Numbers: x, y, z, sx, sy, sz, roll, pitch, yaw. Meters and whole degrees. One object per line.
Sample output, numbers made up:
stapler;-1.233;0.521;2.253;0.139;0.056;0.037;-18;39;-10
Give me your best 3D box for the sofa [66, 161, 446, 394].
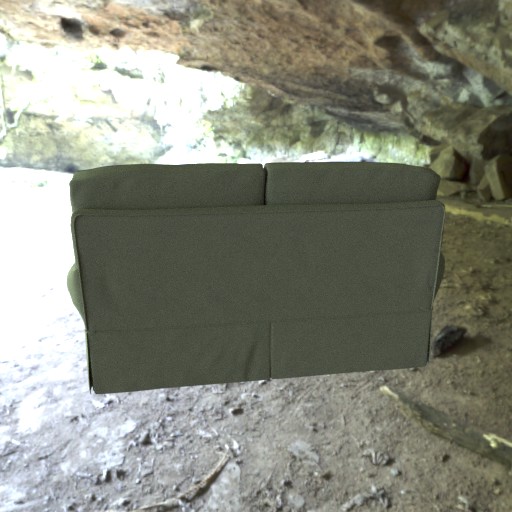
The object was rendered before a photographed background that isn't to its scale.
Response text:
sofa;0.000;0.000;2.392;1.823;1.024;0.841;-2;16;-9
